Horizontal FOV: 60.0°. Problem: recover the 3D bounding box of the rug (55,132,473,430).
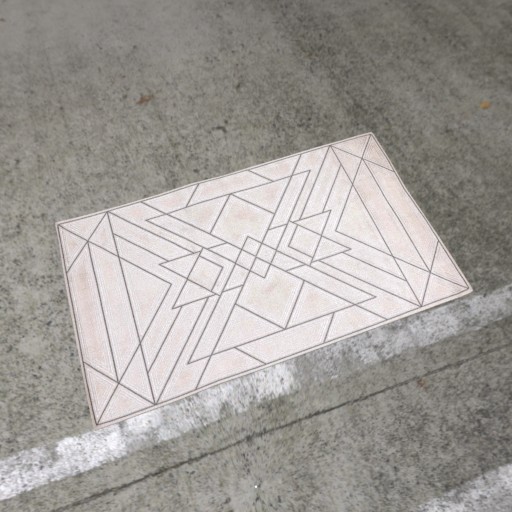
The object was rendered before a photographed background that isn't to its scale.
[{"bbox_3d":[0.000,0.000,1.048,0.869,0.008,0.511,-18,64,-9],"label":"rug"}]
